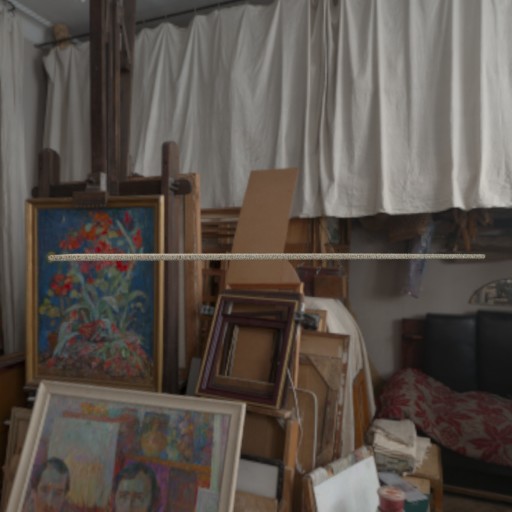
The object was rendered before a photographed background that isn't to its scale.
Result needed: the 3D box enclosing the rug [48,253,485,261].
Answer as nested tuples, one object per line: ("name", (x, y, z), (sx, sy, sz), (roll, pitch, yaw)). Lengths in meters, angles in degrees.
("rug", (0.000, 0.000, 2.952), (2.346, 0.025, 1.500), (0, 1, -18))
